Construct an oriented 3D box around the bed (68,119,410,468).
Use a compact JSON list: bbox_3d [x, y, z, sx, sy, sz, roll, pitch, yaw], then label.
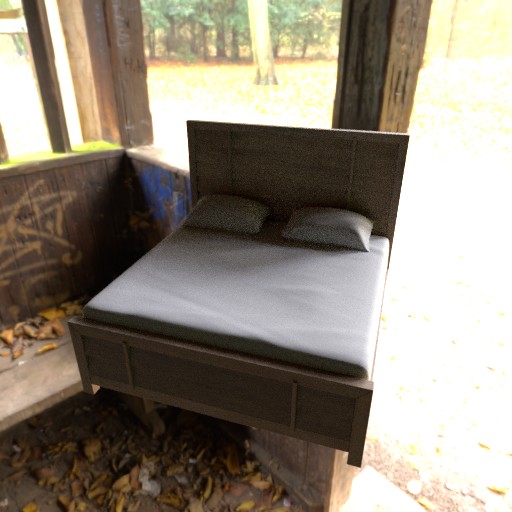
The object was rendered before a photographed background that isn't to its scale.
[{"bbox_3d":[0.000,0.000,3.491,2.032,1.626,2.032,9,29,16],"label":"bed"}]
